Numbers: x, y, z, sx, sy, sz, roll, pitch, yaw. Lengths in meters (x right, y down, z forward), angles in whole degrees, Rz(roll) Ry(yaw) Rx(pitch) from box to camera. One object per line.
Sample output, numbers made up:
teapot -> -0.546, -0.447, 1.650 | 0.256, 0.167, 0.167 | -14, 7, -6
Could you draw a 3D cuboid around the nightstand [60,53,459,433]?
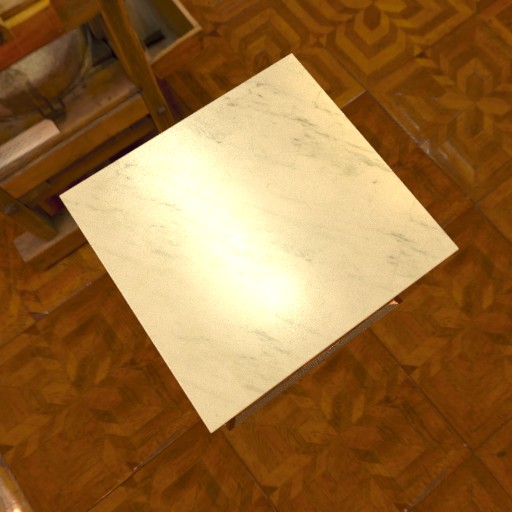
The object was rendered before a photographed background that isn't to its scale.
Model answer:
nightstand -> 0.000, 0.000, 0.899 | 0.513, 0.426, 0.514 | -34, 78, -8
